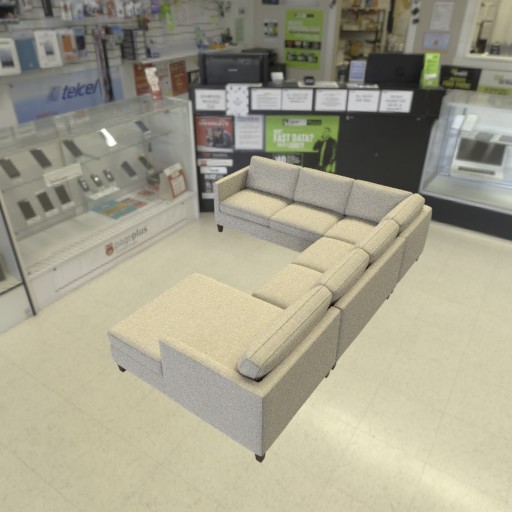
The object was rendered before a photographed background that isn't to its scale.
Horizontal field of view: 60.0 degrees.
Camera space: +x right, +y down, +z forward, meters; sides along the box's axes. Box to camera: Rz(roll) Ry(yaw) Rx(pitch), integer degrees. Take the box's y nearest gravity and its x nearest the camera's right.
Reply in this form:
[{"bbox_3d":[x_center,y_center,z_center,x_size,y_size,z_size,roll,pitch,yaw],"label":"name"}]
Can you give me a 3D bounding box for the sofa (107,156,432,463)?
[{"bbox_3d":[0.000,0.000,4.597,2.551,0.889,3.403,21,37,30],"label":"sofa"}]
